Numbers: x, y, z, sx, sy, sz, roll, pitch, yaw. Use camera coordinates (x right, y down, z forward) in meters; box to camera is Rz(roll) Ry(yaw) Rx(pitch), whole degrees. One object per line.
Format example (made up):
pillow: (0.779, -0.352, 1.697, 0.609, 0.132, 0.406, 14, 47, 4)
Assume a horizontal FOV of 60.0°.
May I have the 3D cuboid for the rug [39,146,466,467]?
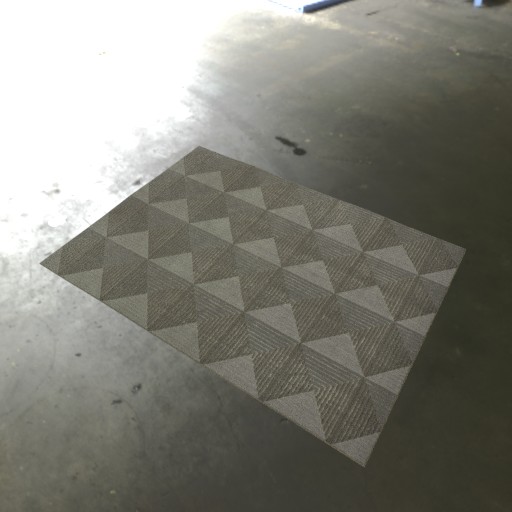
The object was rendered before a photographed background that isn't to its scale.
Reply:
rug: (0.000, 0.000, 4.269, 3.333, 0.027, 2.428, 26, 51, 22)
